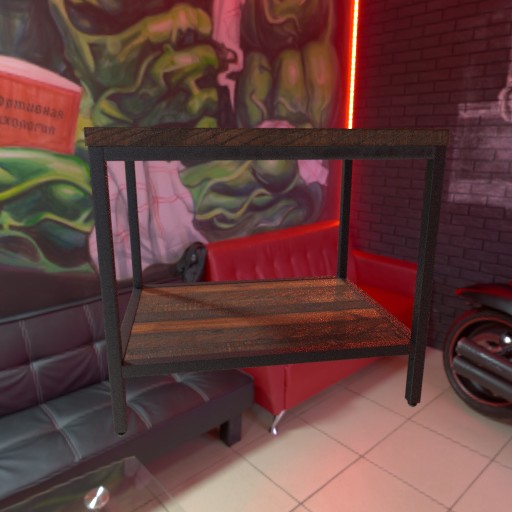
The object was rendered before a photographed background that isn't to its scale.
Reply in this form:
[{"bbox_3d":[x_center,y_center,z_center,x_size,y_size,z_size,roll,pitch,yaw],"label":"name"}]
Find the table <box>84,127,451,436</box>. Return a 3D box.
[{"bbox_3d":[0.000,0.000,1.129,0.678,0.612,0.524,-2,15,-9],"label":"table"}]
